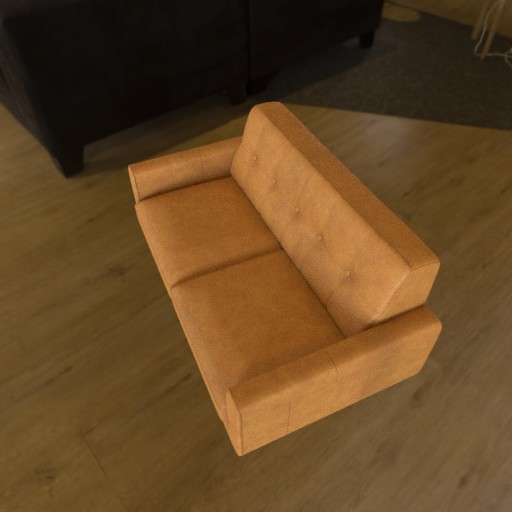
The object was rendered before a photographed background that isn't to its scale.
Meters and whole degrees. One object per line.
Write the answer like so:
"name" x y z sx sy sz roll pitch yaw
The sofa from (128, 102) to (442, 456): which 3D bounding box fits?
"sofa" 0.000 0.000 2.305 0.952 0.925 1.651 -18 49 -17
